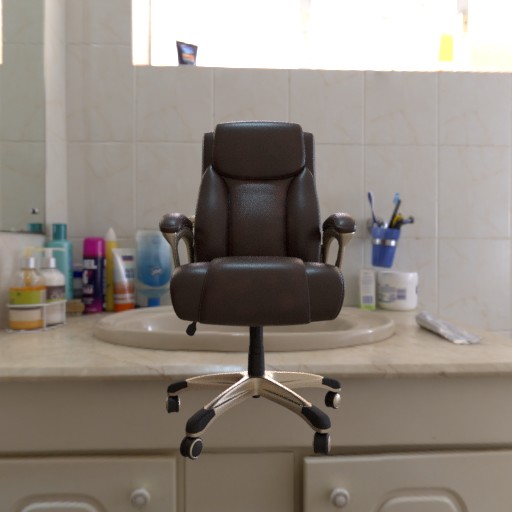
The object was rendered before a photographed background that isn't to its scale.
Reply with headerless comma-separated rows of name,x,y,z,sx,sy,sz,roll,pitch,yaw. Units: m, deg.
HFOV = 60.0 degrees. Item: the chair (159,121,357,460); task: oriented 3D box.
chair,0.000,0.000,1.650,0.692,1.194,0.749,0,0,0
